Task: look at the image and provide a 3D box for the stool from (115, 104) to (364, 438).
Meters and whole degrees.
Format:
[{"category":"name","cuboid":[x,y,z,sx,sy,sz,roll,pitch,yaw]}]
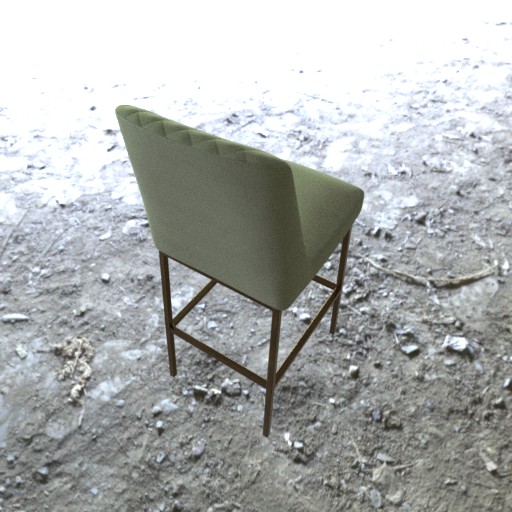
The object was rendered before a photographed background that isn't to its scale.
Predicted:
[{"category":"stool","cuboid":[0.000,0.000,1.372,0.462,1.084,0.546,25,50,23]}]
